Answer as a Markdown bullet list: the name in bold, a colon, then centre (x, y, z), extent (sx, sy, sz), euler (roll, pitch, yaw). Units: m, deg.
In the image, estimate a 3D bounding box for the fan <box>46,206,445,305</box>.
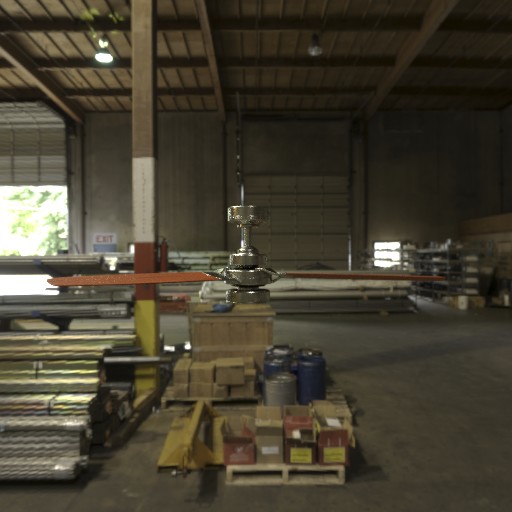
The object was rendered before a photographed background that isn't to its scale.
- **fan**: centre (0.000, 0.000, 2.046), extent (1.416, 0.410, 1.271), euler (0, 0, -1)
